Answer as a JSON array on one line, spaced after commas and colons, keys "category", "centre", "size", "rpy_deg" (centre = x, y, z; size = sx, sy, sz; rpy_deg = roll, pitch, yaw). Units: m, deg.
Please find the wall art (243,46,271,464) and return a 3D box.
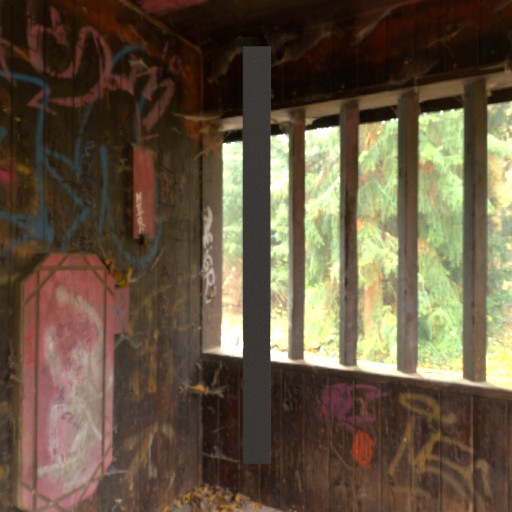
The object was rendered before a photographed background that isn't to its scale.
[{"category": "wall art", "centre": [0.000, 0.000, 0.759], "size": [0.030, 0.454, 0.554], "rpy_deg": [0, 0, 0]}]
